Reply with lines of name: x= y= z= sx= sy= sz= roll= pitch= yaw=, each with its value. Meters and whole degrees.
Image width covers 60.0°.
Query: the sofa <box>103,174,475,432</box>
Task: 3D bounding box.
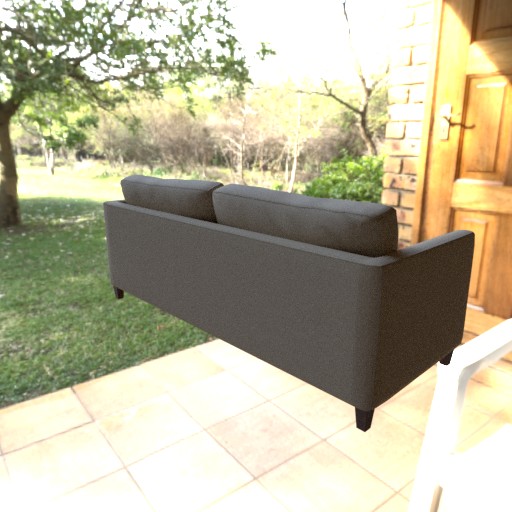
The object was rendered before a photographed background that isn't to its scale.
sofa: x=0.000 y=0.000 z=2.854 sx=0.951 sy=0.968 sz=2.361 roll=-14 pitch=21 yaw=-42
